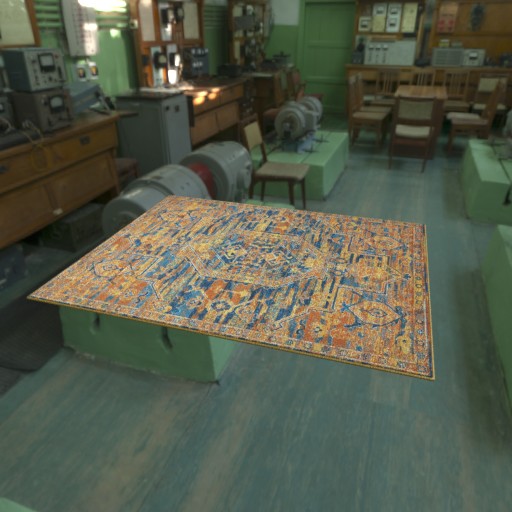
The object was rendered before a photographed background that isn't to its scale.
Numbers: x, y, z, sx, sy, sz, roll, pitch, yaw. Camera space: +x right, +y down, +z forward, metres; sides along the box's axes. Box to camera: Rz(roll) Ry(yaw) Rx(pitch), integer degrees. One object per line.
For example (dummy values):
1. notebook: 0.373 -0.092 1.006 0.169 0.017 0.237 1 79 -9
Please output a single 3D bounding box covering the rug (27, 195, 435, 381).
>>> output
1. rug: 0.000 0.000 4.115 3.040 0.031 2.435 8 29 15
